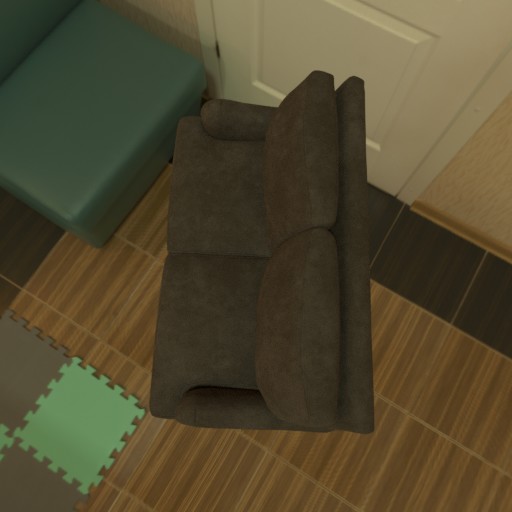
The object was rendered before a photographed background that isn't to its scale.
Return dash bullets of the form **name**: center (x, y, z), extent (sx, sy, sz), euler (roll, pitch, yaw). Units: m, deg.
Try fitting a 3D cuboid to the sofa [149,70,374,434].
- **sofa**: center (0.000, 0.000, 2.550), extent (1.084, 1.101, 1.853), euler (2, 74, 1)
